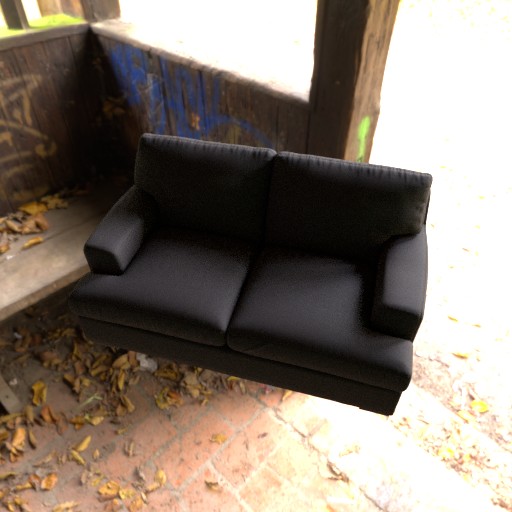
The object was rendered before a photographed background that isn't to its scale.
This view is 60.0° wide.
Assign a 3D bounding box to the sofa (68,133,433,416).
[{"bbox_3d":[0.000,0.000,2.568,1.880,0.940,1.143,11,43,12],"label":"sofa"}]
